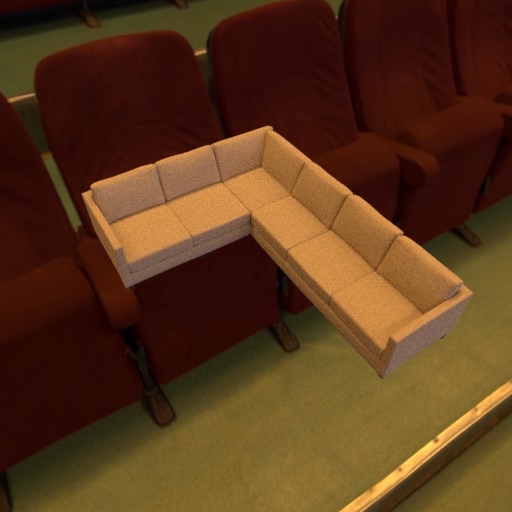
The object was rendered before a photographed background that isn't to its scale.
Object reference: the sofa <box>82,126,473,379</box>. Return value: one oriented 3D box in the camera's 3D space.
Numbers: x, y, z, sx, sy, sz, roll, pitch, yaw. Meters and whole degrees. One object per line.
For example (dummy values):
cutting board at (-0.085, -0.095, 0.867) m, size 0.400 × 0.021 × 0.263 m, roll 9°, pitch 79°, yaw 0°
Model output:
sofa at (0.000, 0.000, 4.445) m, size 2.432 × 0.863 × 3.182 m, roll -25°, pitch 51°, yaw -22°
